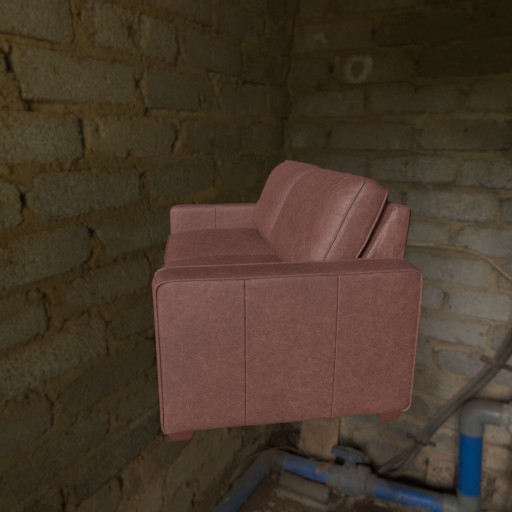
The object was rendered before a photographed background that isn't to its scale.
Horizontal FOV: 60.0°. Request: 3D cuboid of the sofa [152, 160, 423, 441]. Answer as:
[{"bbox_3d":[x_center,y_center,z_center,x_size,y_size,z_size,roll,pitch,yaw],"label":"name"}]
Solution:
[{"bbox_3d":[0.000,0.000,2.294,0.947,0.918,1.709,-2,15,-8],"label":"sofa"}]
